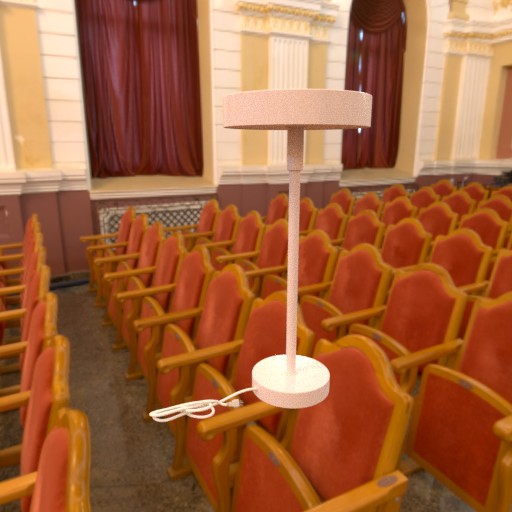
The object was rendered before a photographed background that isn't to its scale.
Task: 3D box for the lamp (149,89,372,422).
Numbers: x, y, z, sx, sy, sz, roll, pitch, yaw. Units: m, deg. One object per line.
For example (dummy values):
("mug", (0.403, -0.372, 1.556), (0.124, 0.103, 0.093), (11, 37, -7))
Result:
("lamp", (0.000, 0.000, 0.717), (0.369, 0.508, 0.229), (-7, 16, -26))
